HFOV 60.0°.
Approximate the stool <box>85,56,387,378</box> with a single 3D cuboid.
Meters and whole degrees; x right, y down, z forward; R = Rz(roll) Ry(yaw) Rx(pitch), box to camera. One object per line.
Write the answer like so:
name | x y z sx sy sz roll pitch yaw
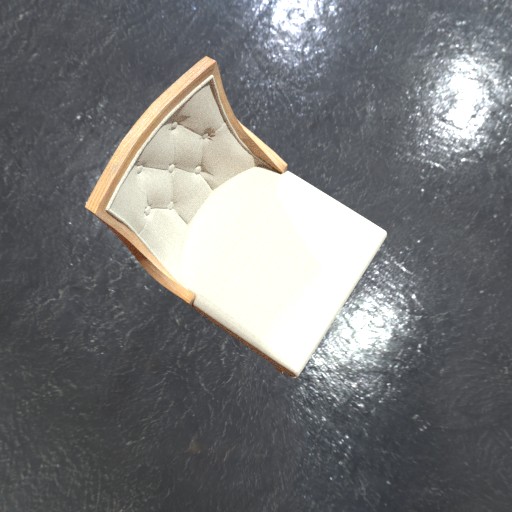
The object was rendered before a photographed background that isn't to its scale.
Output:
stool | 0.000 0.000 1.458 0.626 1.101 0.524 33 79 7
